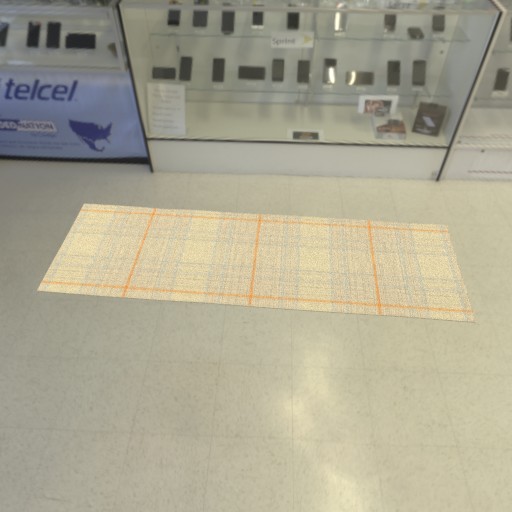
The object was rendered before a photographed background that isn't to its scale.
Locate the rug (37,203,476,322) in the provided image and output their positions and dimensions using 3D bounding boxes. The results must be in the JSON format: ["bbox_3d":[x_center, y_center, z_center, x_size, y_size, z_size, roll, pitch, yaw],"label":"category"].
[{"bbox_3d":[0.000,0.000,2.713,2.442,0.016,0.770,4,47,3],"label":"rug"}]
